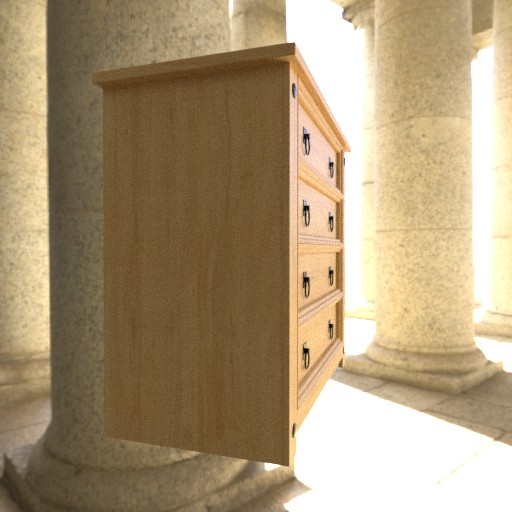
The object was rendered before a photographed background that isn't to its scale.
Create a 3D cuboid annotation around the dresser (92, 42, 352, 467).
[{"bbox_3d":[0.000,0.000,1.189,0.410,0.730,0.800,0,1,19],"label":"dresser"}]
